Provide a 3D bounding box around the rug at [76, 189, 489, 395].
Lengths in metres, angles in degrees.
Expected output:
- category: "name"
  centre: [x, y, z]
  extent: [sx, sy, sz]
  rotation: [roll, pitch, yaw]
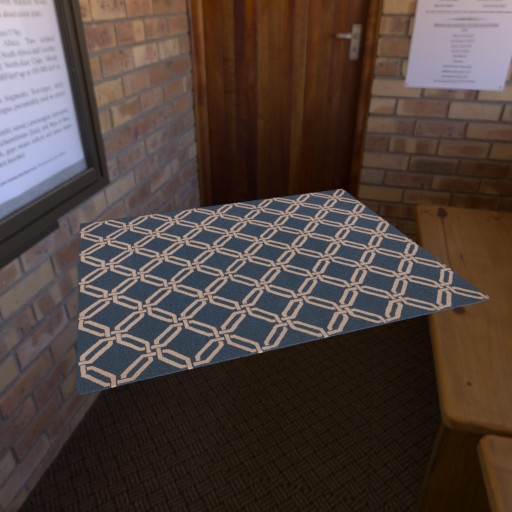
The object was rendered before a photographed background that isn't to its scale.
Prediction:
- category: "rug"
  centre: [0.000, 0.000, 3.781]
  extent: [2.867, 0.020, 2.277]
  rotation: [-10, 32, -16]
